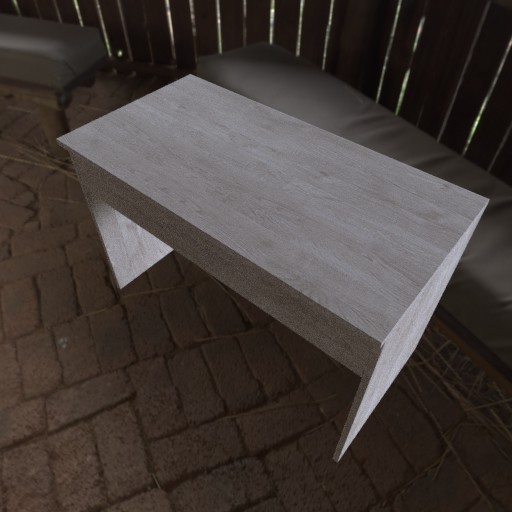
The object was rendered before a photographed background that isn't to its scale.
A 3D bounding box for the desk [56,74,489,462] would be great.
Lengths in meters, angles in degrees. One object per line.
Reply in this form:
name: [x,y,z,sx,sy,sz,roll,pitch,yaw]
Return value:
desk: [0.000,0.000,1.502,1.100,0.730,0.560,32,55,26]
